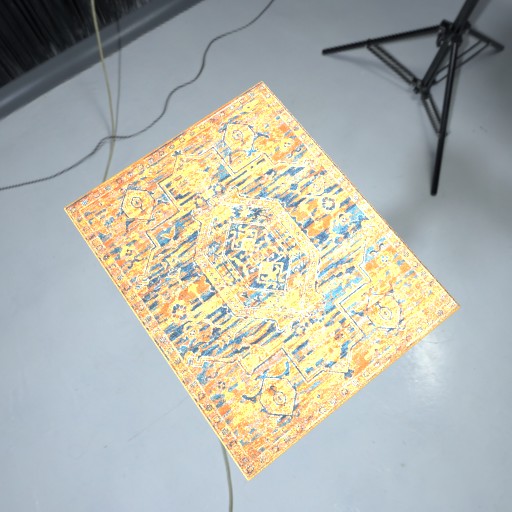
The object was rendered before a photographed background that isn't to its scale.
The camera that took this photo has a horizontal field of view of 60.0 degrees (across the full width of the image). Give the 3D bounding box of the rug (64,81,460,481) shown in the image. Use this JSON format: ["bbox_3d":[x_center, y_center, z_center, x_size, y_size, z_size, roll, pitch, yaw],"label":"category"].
[{"bbox_3d":[0.000,0.000,4.209,2.435,0.031,3.040,-36,77,-9],"label":"rug"}]
